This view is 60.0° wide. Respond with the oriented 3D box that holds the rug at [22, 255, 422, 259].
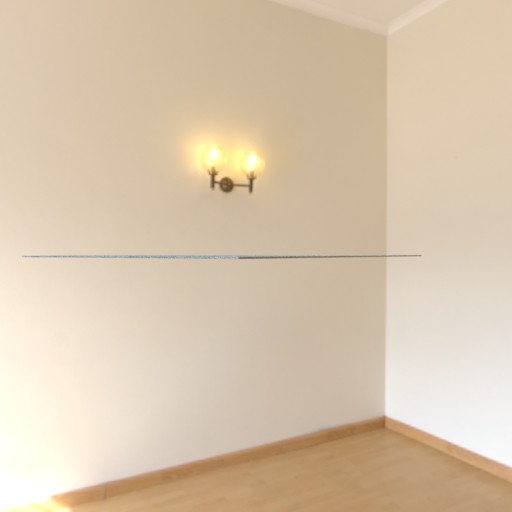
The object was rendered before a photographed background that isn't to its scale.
[{"bbox_3d":[0.000,0.000,2.226,1.142,0.006,1.752,0,0,36],"label":"rug"}]
